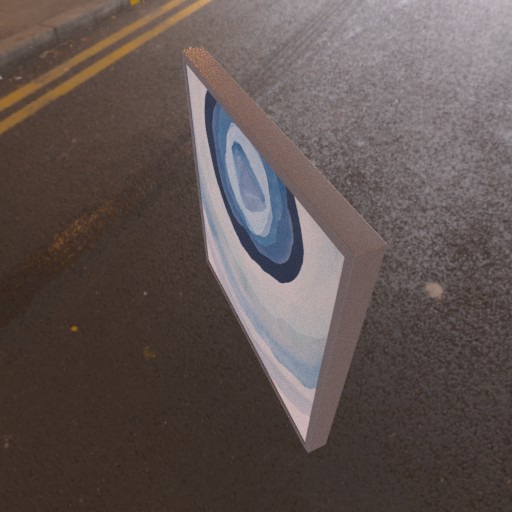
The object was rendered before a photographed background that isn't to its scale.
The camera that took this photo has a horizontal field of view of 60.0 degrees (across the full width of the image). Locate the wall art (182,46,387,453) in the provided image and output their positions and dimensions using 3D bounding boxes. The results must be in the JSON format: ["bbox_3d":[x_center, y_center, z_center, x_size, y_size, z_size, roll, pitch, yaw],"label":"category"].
[{"bbox_3d":[0.000,0.000,0.520,0.028,0.349,0.349,-19,50,-17],"label":"wall art"}]
